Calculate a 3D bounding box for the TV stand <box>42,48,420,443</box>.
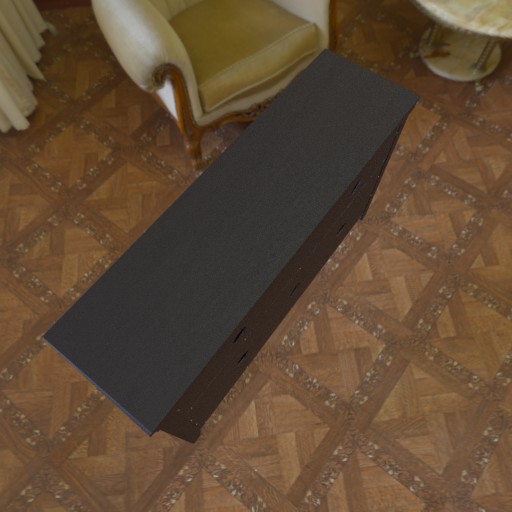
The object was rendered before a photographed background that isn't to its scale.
[{"bbox_3d":[0.000,0.000,1.483,0.347,0.681,1.198,34,69,15],"label":"TV stand"}]
